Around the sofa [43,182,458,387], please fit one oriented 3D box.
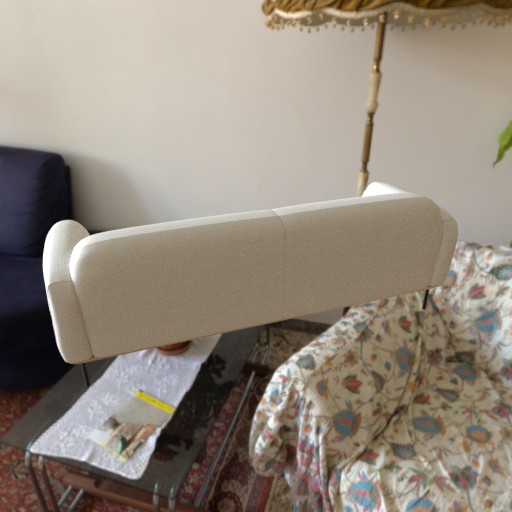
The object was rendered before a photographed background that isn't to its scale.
[{"bbox_3d":[0.000,0.000,2.617,2.257,0.780,0.880,-9,29,-17],"label":"sofa"}]
